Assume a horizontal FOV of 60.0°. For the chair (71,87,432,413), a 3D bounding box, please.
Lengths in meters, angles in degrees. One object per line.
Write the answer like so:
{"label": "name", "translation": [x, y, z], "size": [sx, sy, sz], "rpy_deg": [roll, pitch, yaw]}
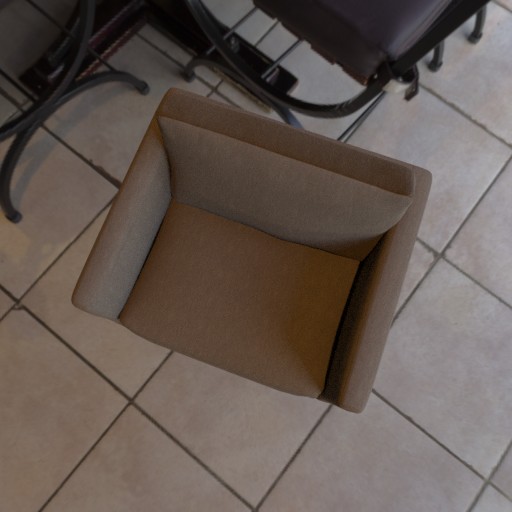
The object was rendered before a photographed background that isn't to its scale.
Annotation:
{"label": "chair", "translation": [0.000, 0.000, 1.854], "size": [1.107, 0.963, 0.959], "rpy_deg": [20, 77, 5]}
